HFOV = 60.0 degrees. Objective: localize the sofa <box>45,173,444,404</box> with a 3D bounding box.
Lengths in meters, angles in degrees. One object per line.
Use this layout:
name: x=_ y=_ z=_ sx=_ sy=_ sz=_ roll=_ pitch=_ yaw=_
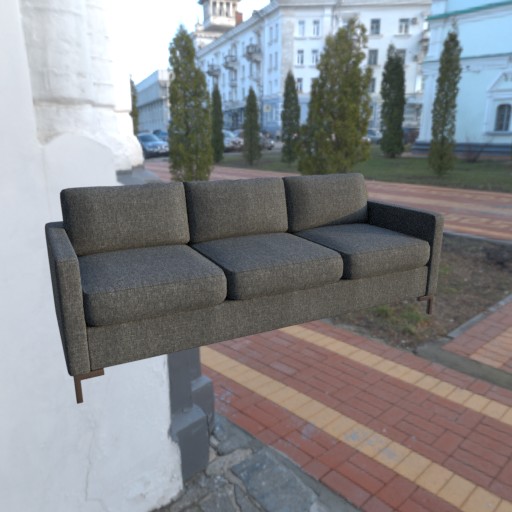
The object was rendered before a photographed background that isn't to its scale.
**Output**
sofa: x=0.000 y=0.000 z=2.647 sx=2.218 sy=0.874 sz=0.859 roll=-8 pitch=18 yaw=-26
